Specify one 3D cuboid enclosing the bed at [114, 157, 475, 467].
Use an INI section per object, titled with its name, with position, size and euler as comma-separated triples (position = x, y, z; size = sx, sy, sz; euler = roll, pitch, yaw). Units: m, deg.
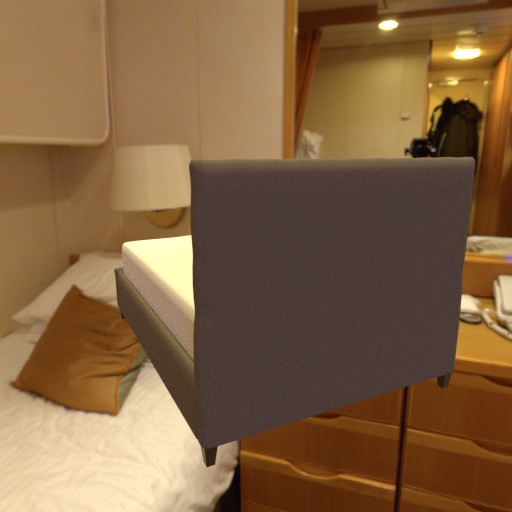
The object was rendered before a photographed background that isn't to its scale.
[bed]
position = 0.000, 0.000, 3.239
size = 1.696, 1.426, 2.233
euler = -7, 15, -26
